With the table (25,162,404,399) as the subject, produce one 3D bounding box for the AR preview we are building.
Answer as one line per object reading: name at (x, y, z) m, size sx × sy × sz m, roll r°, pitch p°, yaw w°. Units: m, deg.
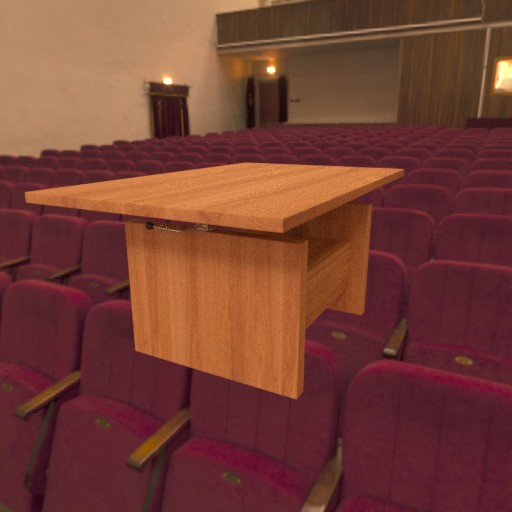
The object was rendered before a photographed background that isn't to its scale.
table at (0.000, 0.000, 1.464) m, size 0.700 × 0.510 × 1.100 m, roll 8°, pitch 18°, yaw 27°
